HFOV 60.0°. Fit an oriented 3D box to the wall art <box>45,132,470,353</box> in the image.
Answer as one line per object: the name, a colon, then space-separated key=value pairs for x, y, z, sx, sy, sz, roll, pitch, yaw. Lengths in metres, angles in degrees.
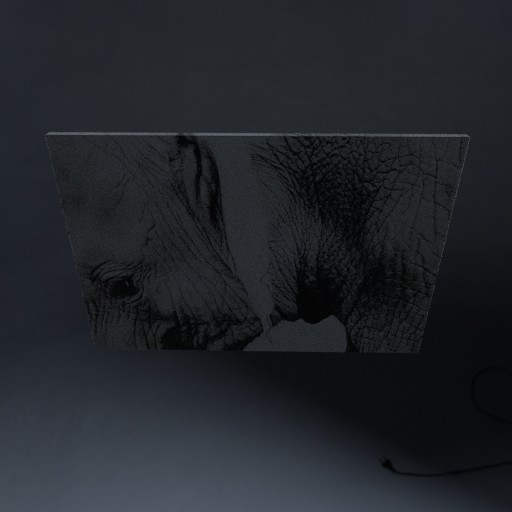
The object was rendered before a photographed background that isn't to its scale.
wall art: x=0.000 y=0.000 z=1.113 sx=0.914 sy=0.607 sz=0.023 roll=1 pitch=30 yaw=1
